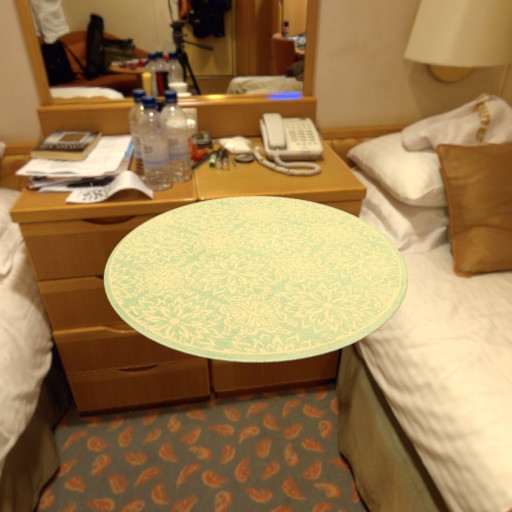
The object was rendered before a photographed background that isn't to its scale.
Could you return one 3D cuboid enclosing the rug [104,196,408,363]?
[{"bbox_3d":[0.000,0.000,2.417,1.593,0.012,1.593,0,32,0],"label":"rug"}]
